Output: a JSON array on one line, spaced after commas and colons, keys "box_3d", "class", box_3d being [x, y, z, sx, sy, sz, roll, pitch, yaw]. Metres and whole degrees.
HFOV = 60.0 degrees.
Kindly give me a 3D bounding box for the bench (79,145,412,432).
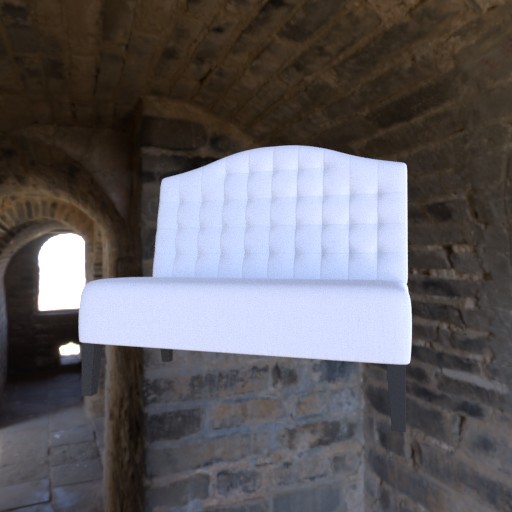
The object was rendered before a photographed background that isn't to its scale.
[{"box_3d": [0.000, 0.000, 2.040, 1.335, 1.180, 0.815, 0, -1, 18], "class": "bench"}]
